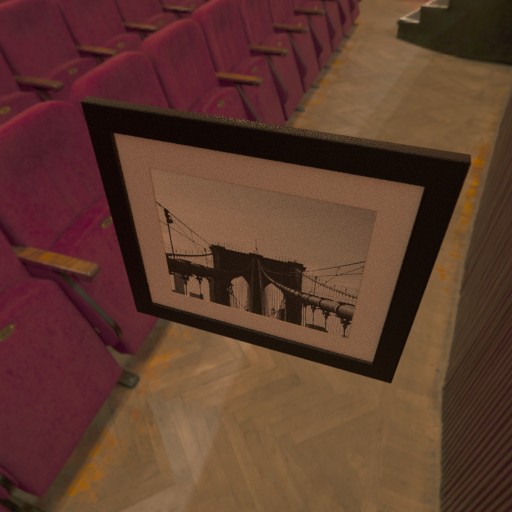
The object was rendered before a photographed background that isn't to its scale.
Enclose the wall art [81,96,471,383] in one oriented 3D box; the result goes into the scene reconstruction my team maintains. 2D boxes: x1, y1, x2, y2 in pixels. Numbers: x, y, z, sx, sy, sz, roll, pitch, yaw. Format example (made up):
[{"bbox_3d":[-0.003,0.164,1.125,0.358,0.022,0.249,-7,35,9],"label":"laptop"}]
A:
[{"bbox_3d":[0.000,0.000,0.719,0.521,0.450,0.018,13,43,14],"label":"wall art"}]
